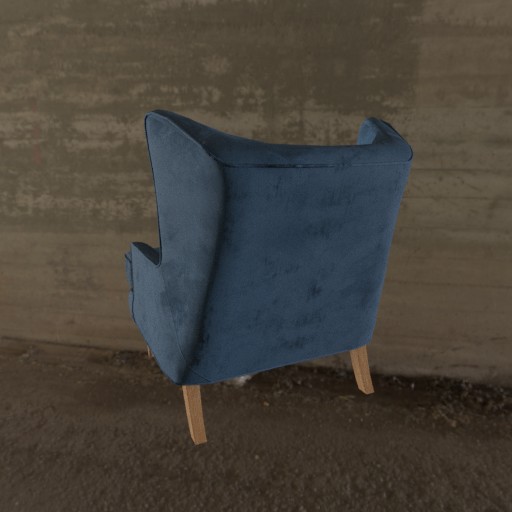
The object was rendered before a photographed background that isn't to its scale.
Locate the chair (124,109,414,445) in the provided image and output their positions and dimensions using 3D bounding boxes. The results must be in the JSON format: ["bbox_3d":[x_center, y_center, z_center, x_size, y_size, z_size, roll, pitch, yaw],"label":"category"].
[{"bbox_3d":[0.000,0.000,1.583,0.793,0.952,0.910,-7,15,-25],"label":"chair"}]
